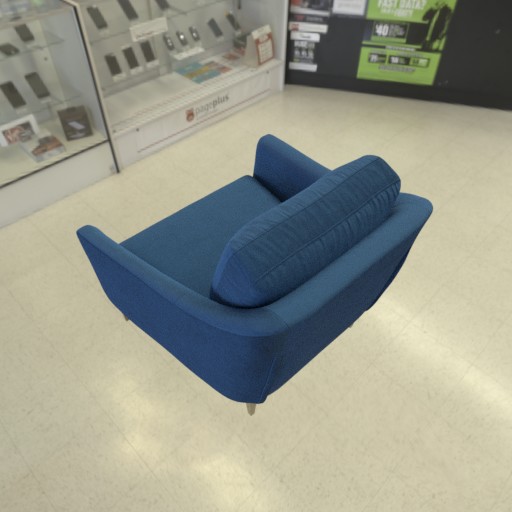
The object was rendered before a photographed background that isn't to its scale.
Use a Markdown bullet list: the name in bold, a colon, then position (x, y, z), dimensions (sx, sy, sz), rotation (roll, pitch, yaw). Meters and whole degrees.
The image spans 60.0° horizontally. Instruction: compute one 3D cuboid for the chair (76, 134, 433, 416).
- **chair**: position (0.000, 0.000, 1.731), dimensions (0.987, 0.899, 0.961), rotation (-34, 55, -28)
